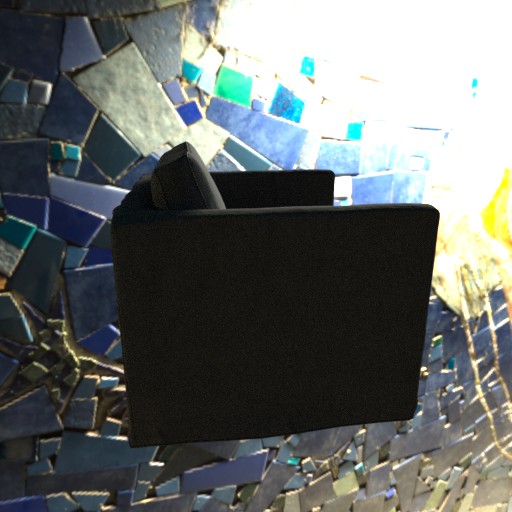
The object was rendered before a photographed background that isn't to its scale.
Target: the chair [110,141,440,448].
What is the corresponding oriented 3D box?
[{"bbox_3d":[0.000,0.000,1.751,0.949,0.863,1.057,-3,17,-8],"label":"chair"}]
